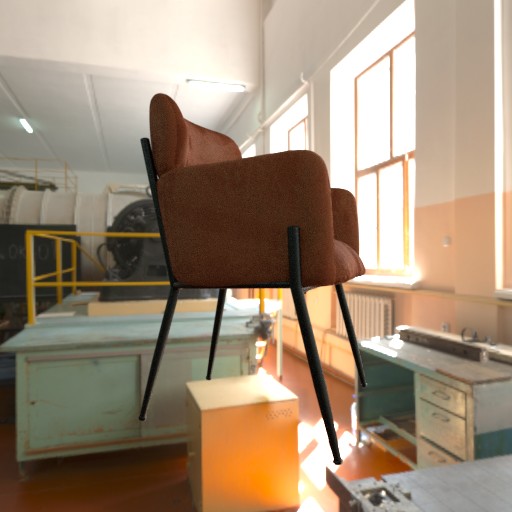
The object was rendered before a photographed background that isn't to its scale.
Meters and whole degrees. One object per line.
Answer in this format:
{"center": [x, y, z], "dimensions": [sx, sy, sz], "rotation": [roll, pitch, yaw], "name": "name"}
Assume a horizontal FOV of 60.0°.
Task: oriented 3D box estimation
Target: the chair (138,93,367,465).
{"center": [0.000, 0.000, 1.144], "dimensions": [0.523, 0.772, 0.561], "rotation": [0, 0, 19], "name": "chair"}
